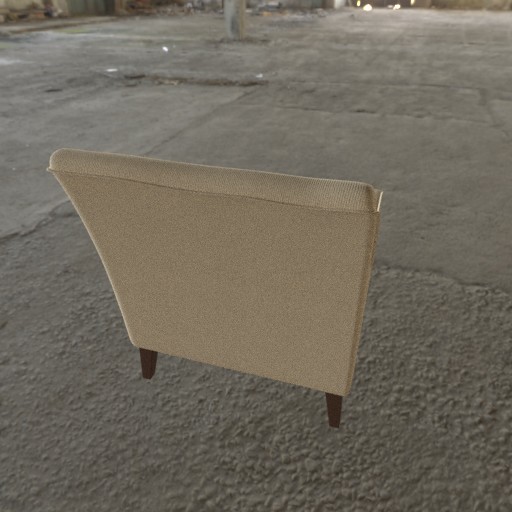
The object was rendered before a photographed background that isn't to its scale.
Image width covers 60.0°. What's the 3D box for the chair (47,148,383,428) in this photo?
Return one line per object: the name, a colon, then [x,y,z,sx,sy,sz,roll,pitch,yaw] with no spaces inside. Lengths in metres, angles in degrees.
chair: [0.000,0.000,1.522,0.780,0.919,0.899,9,33,15]
